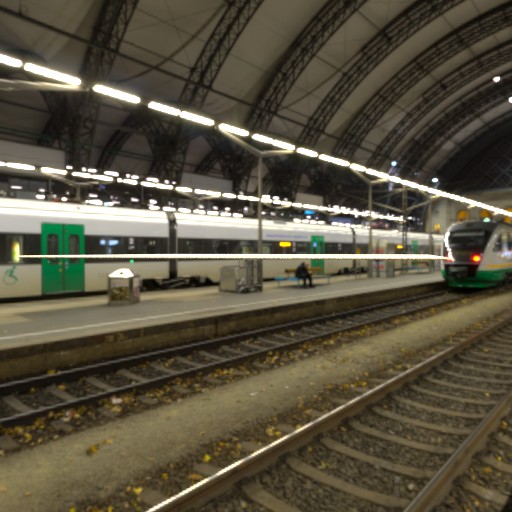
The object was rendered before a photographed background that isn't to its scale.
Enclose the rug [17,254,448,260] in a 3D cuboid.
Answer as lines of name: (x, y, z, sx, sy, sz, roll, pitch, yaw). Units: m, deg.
rug: (0.000, 0.000, 4.063, 3.050, 0.015, 2.441, 0, 1, 19)
